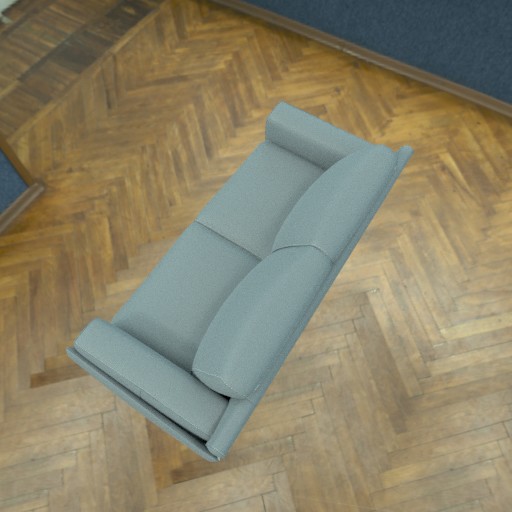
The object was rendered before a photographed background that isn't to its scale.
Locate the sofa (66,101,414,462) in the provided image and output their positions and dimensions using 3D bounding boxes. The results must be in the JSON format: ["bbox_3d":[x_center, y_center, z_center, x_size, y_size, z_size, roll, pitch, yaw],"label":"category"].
[{"bbox_3d":[0.000,0.000,2.600,0.969,0.900,2.100,30,66,15],"label":"sofa"}]
